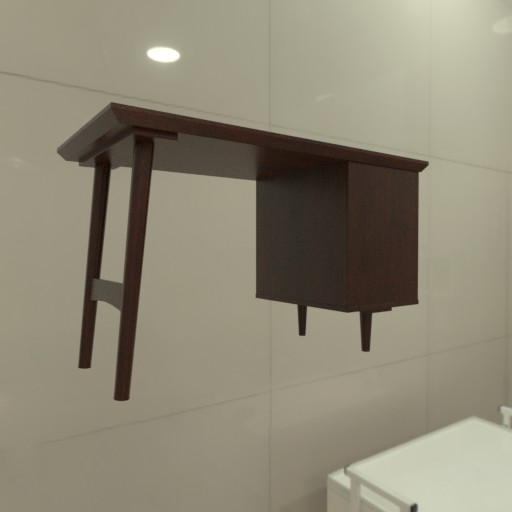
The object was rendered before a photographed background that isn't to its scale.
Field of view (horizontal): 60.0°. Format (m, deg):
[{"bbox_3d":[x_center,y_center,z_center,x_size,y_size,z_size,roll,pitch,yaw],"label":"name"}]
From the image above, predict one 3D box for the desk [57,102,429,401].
[{"bbox_3d":[0.000,0.000,1.679,1.277,0.758,0.612,-1,1,-35],"label":"desk"}]
